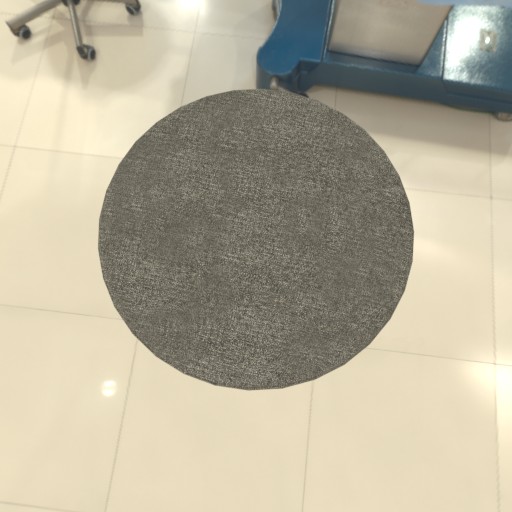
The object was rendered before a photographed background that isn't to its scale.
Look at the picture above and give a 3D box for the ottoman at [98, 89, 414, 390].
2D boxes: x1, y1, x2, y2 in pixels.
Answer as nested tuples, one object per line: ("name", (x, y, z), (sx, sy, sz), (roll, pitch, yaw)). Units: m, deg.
("ottoman", (0.000, 0.000, 0.876), (0.500, 0.419, 0.500), (0, 75, 0))
